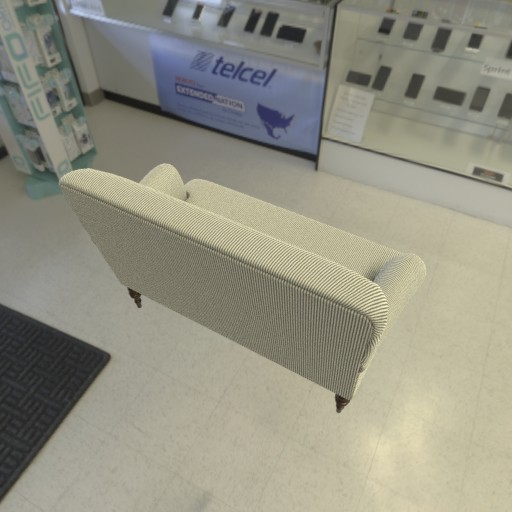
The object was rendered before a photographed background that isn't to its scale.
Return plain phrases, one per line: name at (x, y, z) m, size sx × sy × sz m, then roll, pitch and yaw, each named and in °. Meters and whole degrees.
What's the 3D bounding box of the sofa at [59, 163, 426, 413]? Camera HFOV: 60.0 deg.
sofa at (0.000, 0.000, 1.868) m, size 1.297 × 0.889 × 0.779 m, roll 23°, pitch 51°, yaw 20°
